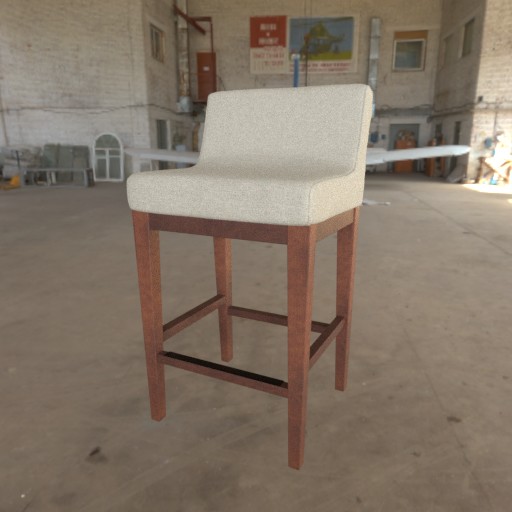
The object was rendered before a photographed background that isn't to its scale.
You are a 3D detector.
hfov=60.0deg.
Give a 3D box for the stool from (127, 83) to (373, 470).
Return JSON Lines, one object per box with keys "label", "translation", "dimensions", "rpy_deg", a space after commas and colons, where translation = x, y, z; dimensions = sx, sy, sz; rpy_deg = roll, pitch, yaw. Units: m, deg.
{"label": "stool", "translation": [0.000, 0.000, 1.263], "dimensions": [0.511, 0.937, 0.500], "rpy_deg": [7, 16, 26]}
